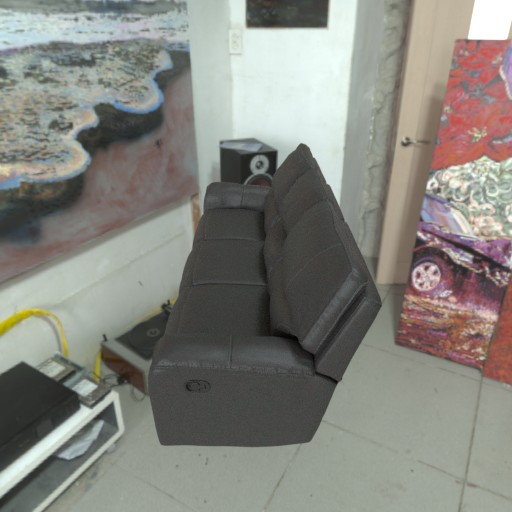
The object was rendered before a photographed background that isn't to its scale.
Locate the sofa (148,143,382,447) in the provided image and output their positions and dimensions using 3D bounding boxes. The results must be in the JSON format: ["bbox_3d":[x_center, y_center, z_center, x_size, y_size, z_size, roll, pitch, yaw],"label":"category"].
[{"bbox_3d":[0.000,0.000,3.199,1.104,1.134,2.627,0,27,0],"label":"sofa"}]
